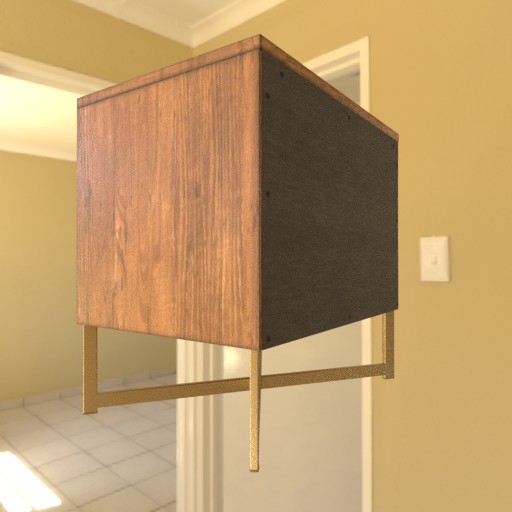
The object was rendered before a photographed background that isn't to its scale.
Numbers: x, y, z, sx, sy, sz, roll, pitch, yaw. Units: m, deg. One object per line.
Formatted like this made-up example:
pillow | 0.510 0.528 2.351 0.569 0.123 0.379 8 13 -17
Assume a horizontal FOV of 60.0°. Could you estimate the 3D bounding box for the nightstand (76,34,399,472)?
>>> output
nightstand | 0.000 0.000 0.985 0.446 0.610 0.610 0 0 35
